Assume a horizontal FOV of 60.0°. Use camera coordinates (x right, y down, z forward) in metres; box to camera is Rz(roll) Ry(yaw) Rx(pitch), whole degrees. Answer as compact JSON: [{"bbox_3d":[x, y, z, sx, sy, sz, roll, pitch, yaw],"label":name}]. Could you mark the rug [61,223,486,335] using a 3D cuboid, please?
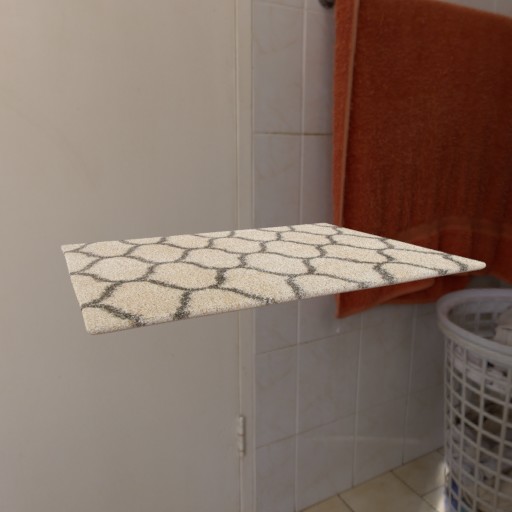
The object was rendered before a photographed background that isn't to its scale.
[{"bbox_3d":[0.000,0.000,2.055,1.600,0.025,1.200,-7,15,-25],"label":"rug"}]
